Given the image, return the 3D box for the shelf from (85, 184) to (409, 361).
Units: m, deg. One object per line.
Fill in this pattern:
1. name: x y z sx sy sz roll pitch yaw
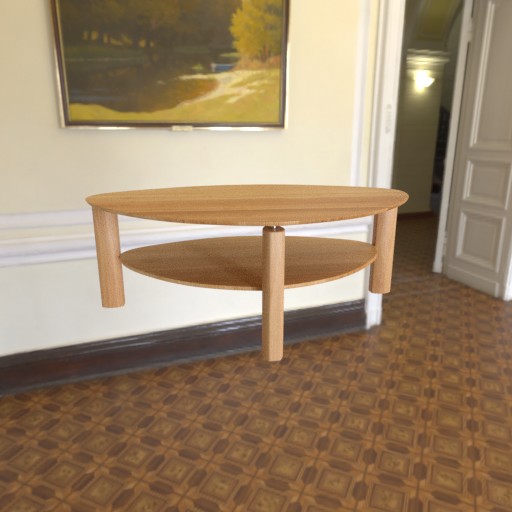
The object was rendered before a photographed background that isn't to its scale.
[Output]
1. shelf: 0.000 0.000 1.689 1.246 0.440 0.845 -2 16 -8
